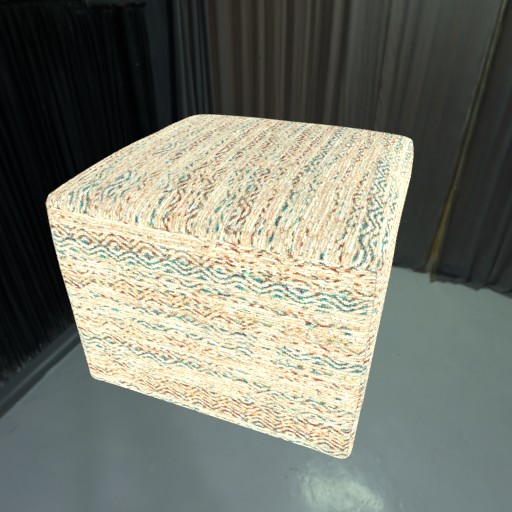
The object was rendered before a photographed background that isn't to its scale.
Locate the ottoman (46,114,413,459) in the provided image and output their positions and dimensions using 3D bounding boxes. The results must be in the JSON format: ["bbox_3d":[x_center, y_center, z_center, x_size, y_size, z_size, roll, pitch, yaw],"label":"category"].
[{"bbox_3d":[0.000,0.000,0.891,0.521,0.453,0.512,11,34,17],"label":"ottoman"}]
